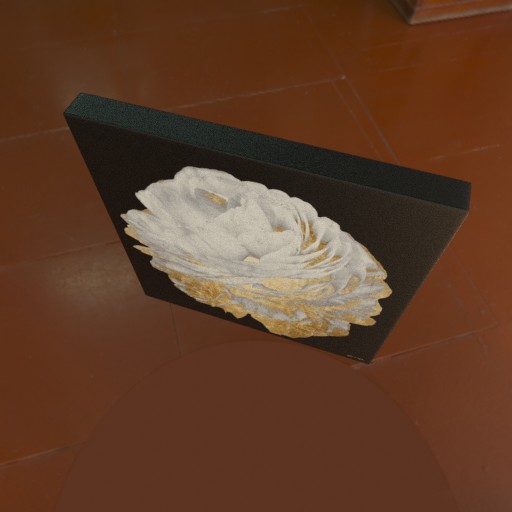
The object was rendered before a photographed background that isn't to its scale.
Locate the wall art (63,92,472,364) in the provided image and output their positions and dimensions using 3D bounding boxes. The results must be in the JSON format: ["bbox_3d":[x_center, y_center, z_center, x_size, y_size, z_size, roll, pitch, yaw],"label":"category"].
[{"bbox_3d":[0.000,0.000,0.601,0.406,0.407,0.041,16,59,10],"label":"wall art"}]
